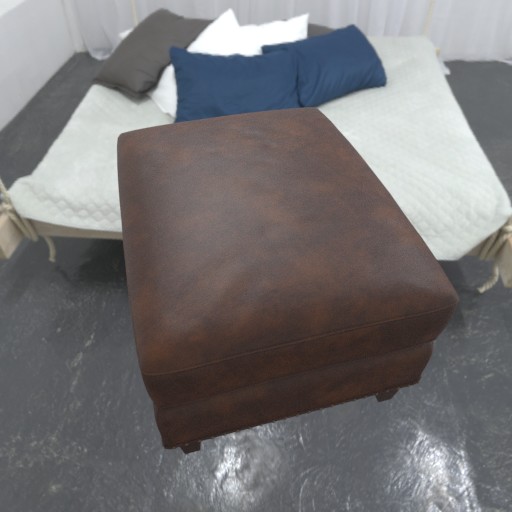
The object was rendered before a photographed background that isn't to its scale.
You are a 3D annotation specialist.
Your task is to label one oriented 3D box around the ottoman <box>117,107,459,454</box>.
[{"bbox_3d":[0.000,0.000,1.100,0.586,0.486,0.742,-11,47,-10],"label":"ottoman"}]
